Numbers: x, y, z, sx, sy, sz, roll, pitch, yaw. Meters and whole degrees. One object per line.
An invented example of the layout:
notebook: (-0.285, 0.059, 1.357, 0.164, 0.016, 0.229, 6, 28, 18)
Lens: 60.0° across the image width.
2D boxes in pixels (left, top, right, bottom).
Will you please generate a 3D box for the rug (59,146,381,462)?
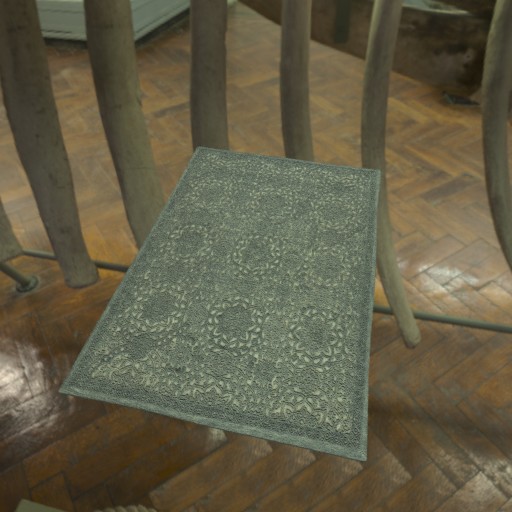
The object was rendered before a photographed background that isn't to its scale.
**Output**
rug: (0.000, 0.000, 2.300, 1.224, 0.016, 1.830, 9, 47, 9)
